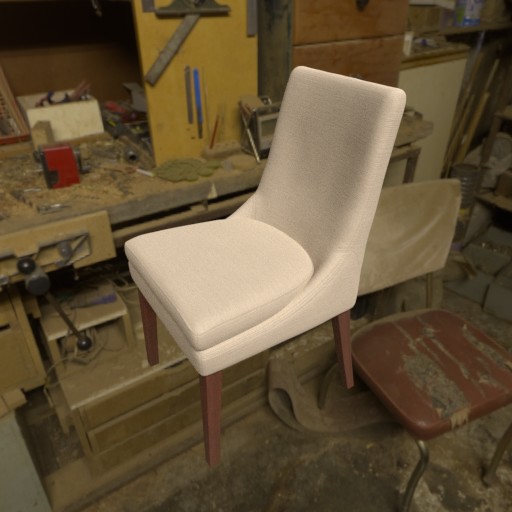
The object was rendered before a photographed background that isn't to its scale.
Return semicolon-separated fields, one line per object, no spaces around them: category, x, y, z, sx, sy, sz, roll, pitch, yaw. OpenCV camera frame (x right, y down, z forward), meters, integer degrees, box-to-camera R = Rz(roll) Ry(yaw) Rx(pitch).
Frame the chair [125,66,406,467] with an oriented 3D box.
chair;0.000;0.000;1.298;0.638;0.940;0.515;-19;37;-27
